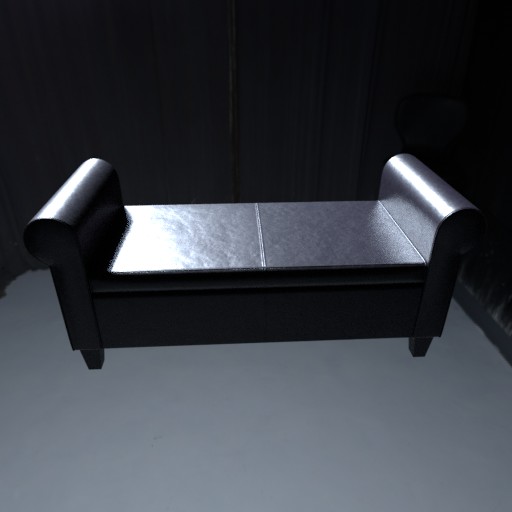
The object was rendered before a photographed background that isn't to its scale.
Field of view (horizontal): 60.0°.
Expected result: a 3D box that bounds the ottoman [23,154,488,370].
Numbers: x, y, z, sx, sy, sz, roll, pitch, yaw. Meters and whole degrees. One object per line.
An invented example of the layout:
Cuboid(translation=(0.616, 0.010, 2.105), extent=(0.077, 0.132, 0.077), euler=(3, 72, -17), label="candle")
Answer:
Cuboid(translation=(0.000, 0.000, 1.515), extent=(1.256, 0.547, 0.521), euler=(-2, 30, -3), label="ottoman")
